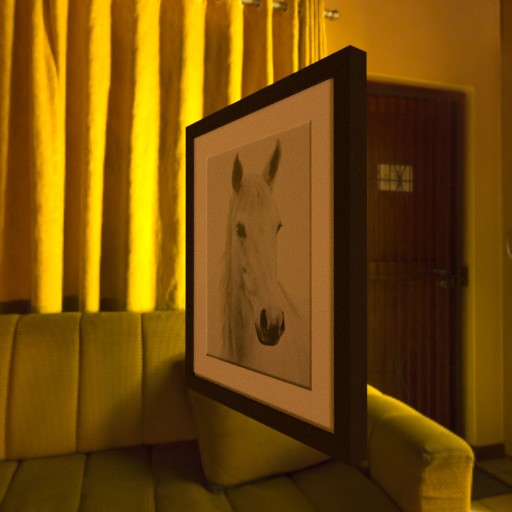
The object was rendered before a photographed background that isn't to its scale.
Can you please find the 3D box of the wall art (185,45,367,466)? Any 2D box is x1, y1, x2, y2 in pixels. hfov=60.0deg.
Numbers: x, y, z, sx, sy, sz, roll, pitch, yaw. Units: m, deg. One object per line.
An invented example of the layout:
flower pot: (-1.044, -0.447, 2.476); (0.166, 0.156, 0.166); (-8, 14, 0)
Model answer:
wall art: (0.000, 0.000, 0.772); (0.034, 0.552, 0.455); (0, 0, -37)
